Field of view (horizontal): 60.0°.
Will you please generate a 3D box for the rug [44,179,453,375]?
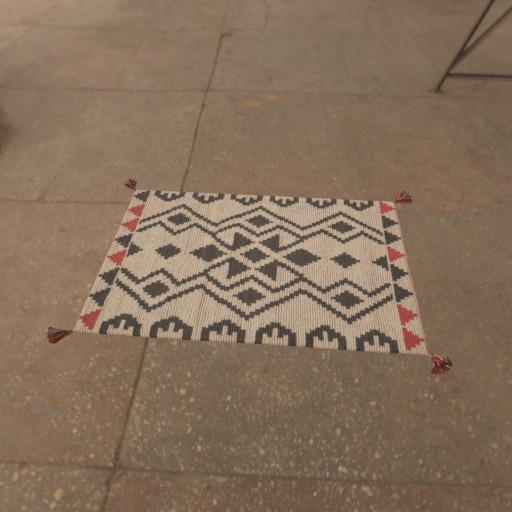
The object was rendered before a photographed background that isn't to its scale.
[{"bbox_3d":[0.000,0.000,2.675,2.069,0.067,1.444,3,45,3],"label":"rug"}]
